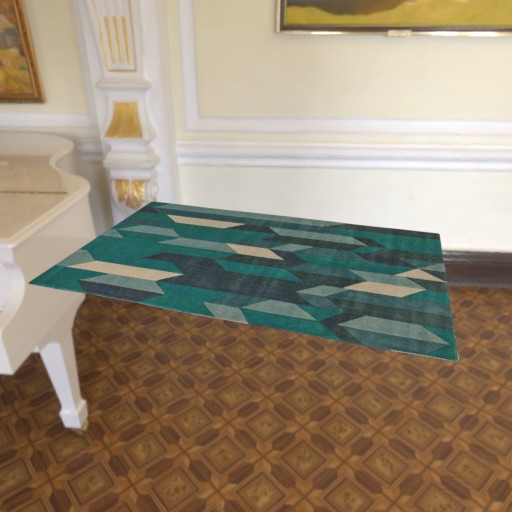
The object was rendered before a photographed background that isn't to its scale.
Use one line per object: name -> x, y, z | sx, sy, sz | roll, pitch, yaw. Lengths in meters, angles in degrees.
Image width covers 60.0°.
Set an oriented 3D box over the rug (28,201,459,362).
rug -> 0.000, 0.000, 3.004 | 2.420, 0.005, 1.528 | 8, 28, 15
